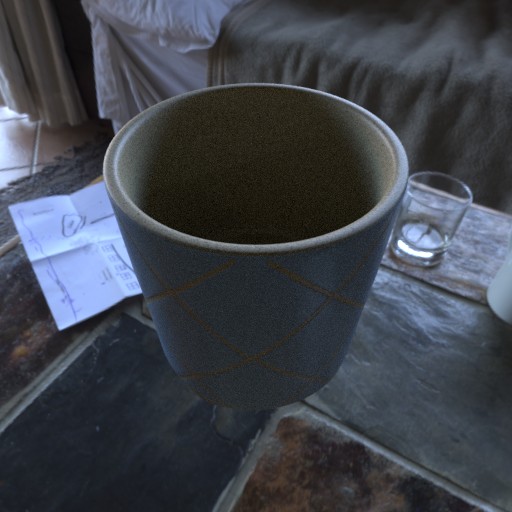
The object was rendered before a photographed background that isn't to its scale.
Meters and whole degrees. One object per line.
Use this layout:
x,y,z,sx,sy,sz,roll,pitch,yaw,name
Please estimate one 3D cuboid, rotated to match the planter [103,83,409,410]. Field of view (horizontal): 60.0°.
0.000,0.000,0.420,0.227,0.235,0.227,0,46,0,planter
